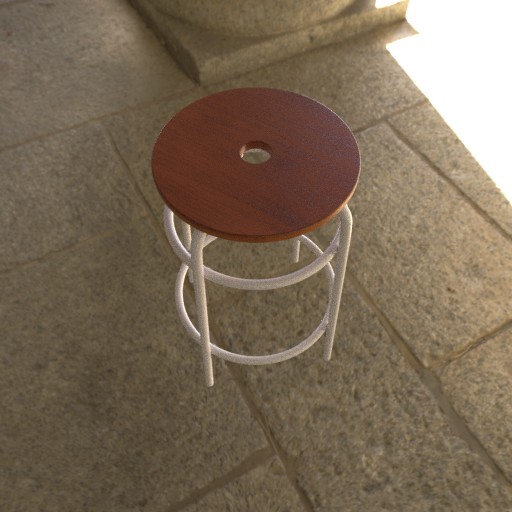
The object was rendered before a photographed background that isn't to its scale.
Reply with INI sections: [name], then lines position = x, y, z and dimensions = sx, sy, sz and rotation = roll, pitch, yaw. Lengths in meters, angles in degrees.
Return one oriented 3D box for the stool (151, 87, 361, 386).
[stool]
position = 0.000, 0.000, 0.967
dimensions = 0.455, 0.610, 0.455
rotation = 28, 61, 17
